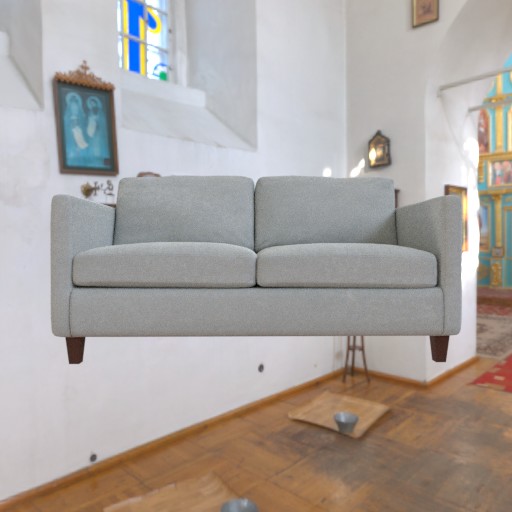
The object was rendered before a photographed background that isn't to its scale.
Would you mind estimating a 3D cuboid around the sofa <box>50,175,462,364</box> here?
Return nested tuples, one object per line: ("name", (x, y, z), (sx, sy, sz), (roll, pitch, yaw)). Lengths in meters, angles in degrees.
("sofa", (0.000, 0.000, 2.438), (1.884, 0.963, 0.950), (0, 1, -1))
